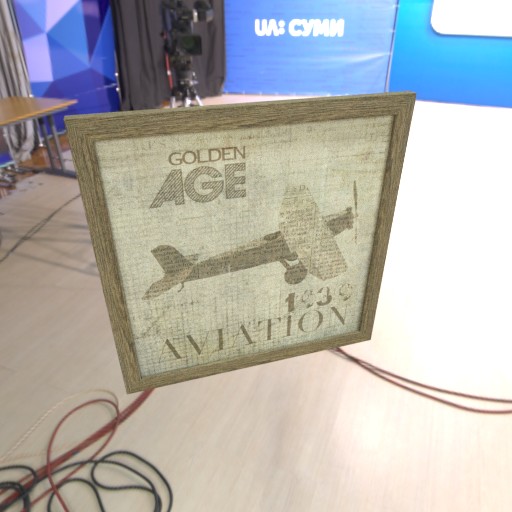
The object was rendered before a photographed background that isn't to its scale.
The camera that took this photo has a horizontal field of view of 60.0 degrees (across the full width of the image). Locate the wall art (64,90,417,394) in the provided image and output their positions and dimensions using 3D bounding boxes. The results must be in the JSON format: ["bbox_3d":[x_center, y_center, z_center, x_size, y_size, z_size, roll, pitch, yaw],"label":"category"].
[{"bbox_3d":[0.000,0.000,0.759,0.508,0.508,0.019,-9,34,-14],"label":"wall art"}]
